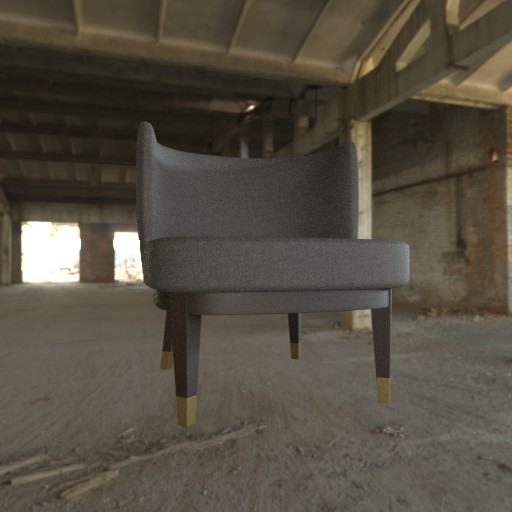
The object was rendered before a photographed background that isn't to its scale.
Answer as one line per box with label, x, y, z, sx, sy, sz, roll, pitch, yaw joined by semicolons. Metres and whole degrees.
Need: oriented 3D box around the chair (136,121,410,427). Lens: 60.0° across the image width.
chair;0.000;0.000;1.232;0.639;0.695;0.698;0;-1;-19
